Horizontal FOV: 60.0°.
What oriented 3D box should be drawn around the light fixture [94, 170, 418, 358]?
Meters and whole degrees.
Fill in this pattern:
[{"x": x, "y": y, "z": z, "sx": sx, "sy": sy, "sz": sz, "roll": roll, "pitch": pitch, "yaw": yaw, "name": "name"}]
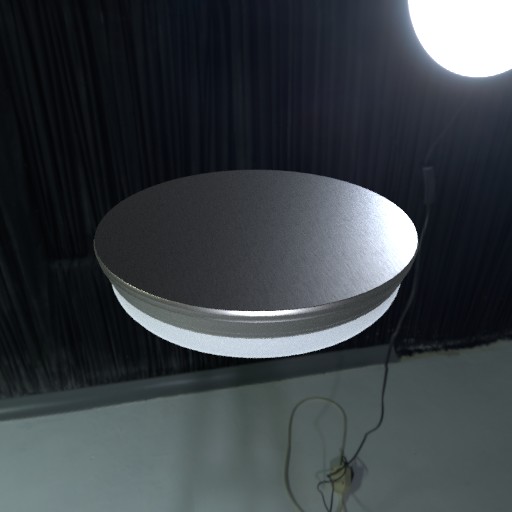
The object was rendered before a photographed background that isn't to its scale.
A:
[{"x": 0.000, "y": 0.000, "z": 0.550, "sx": 0.368, "sy": 0.100, "sz": 0.368, "roll": 0, "pitch": 29, "yaw": 0, "name": "light fixture"}]
